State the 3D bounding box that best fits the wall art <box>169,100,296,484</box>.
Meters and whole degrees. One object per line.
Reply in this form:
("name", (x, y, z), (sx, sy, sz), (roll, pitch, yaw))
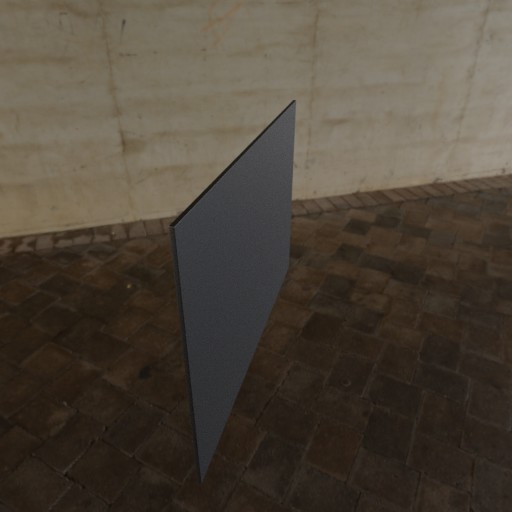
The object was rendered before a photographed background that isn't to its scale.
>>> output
("wall art", (0.000, 0.000, 1.535), (0.013, 0.811, 1.192), (8, 32, 13))
